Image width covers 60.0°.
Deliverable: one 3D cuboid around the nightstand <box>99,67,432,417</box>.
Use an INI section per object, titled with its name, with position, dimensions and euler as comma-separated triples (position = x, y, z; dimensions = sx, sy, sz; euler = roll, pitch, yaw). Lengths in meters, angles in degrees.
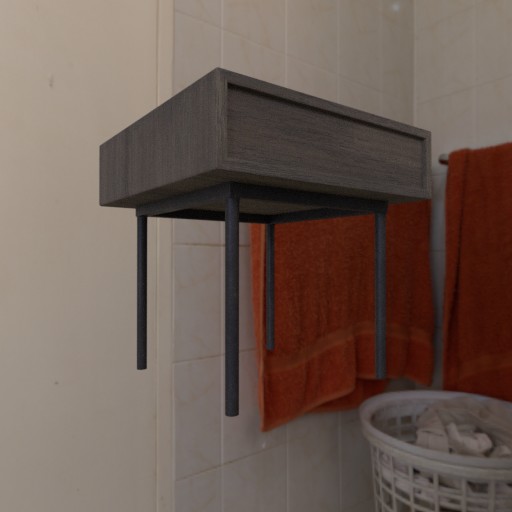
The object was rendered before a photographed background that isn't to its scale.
[nightstand]
position = 0.000, 0.000, 0.936
dimensions = 0.502, 0.497, 0.503
euler = 0, -1, -36
